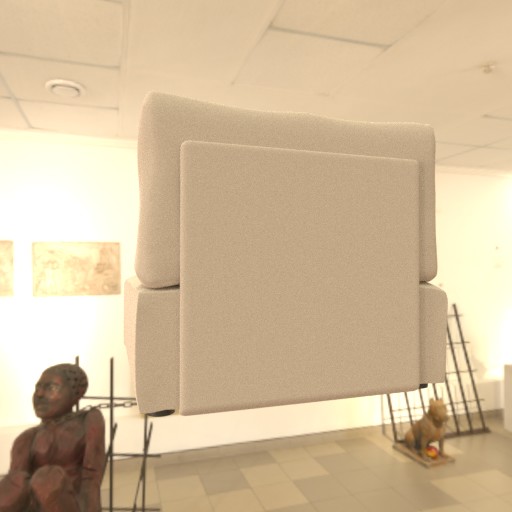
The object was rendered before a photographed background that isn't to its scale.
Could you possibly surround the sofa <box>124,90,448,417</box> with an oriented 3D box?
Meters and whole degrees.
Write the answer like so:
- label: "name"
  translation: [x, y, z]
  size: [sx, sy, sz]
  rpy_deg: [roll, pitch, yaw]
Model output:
- label: "sofa"
  translation: [0.000, 0.000, 1.676]
  size: [0.935, 0.828, 1.000]
  rpy_deg: [0, -1, -18]
